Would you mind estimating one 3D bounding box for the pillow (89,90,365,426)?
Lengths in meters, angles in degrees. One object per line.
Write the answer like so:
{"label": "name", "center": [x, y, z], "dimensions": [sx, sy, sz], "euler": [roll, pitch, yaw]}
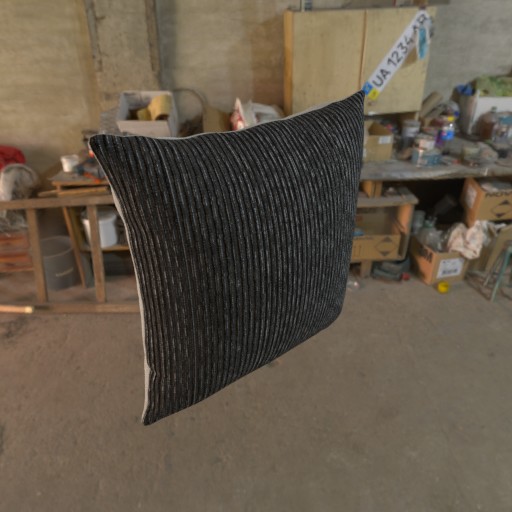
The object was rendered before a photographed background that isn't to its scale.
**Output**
{"label": "pillow", "center": [0.000, 0.000, 0.669], "dimensions": [0.433, 0.434, 0.196], "euler": [-22, 37, -33]}
